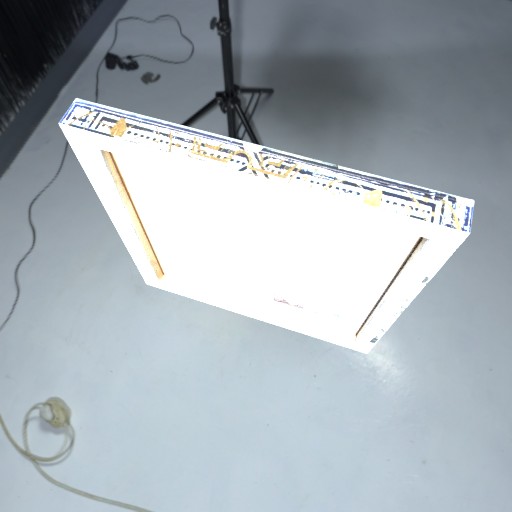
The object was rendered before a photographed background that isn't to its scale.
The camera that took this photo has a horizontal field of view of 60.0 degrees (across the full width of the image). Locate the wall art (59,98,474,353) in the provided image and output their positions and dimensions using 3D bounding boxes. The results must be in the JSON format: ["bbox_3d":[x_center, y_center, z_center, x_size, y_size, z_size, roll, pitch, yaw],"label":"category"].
[{"bbox_3d":[0.000,0.000,0.611,0.411,0.410,0.038,16,64,8],"label":"wall art"}]
